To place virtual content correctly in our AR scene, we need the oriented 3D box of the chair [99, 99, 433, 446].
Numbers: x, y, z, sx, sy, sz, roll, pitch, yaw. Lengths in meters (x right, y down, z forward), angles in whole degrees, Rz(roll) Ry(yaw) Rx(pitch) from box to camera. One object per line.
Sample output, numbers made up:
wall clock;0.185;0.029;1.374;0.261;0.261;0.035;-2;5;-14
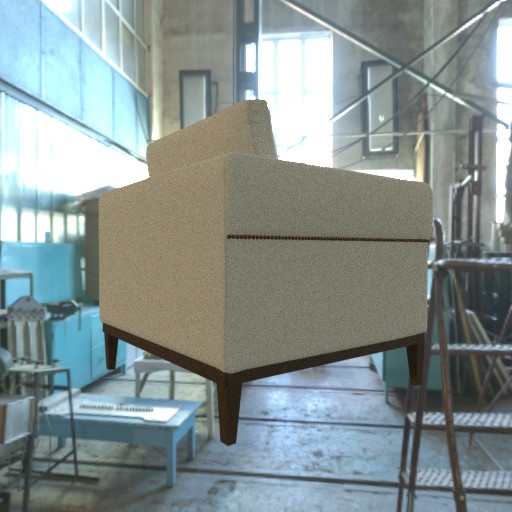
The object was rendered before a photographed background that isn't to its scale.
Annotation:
chair;0.000;0.000;1.690;0.896;0.915;0.982;-1;1;-37
